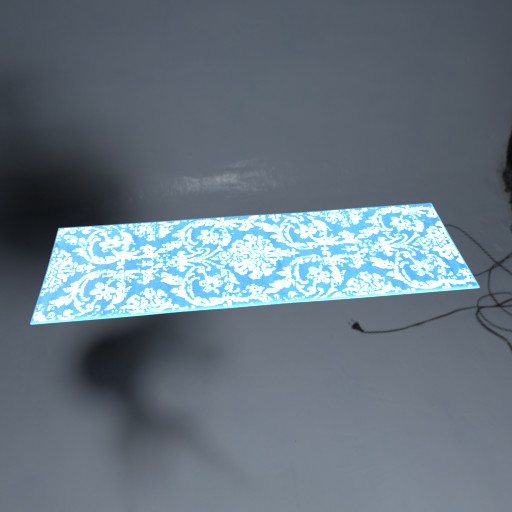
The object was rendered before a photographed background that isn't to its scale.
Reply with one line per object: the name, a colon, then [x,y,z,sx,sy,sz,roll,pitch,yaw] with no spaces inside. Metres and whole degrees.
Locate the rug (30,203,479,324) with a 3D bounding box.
rug: [0.000,0.000,2.377,2.196,0.011,0.662,-4,47,-4]
